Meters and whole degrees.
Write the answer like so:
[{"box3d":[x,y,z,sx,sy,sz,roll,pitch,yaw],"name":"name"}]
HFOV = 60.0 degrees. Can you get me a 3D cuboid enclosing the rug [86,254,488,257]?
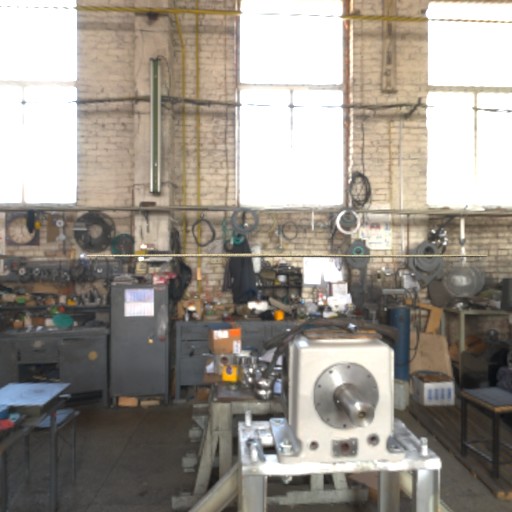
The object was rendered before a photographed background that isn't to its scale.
[{"box3d":[0.000,0.000,5.128,2.782,0.025,3.935,0,0,-36],"name":"rug"}]
